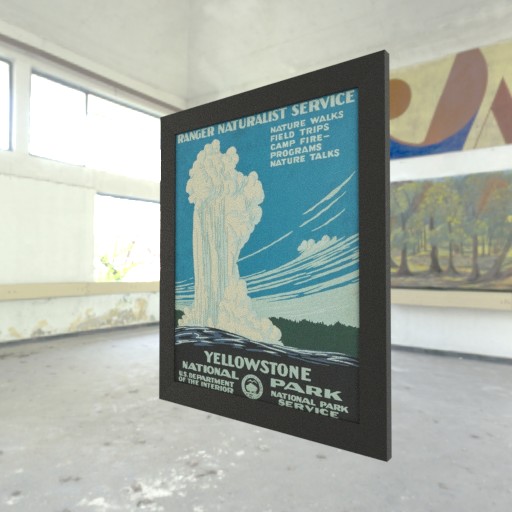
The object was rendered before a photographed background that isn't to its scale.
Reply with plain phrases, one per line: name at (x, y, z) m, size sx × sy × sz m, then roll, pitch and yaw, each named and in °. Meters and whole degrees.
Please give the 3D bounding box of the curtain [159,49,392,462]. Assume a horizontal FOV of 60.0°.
curtain at (0.000, 0.000, 0.785) m, size 0.483 × 0.585 × 0.027 m, roll -1°, pitch -1°, yaw 37°
